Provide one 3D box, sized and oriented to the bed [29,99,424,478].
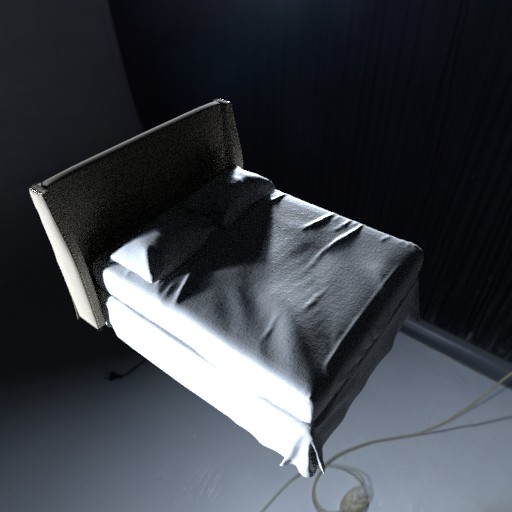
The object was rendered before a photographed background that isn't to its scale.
[{"bbox_3d":[0.000,0.000,3.332,2.276,1.332,1.925,26,47,27],"label":"bed"}]
